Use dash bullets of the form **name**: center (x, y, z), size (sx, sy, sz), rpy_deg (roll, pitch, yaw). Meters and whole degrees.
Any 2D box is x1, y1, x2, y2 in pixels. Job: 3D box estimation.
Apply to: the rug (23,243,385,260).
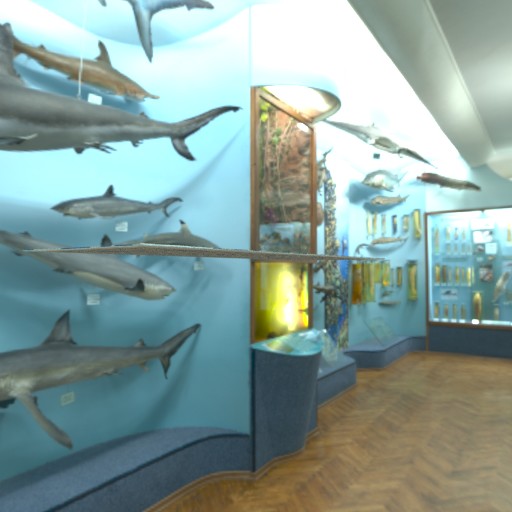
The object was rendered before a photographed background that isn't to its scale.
- **rug**: center (0.000, 0.000, 2.711), size (0.768, 0.011, 2.446), rpy_deg (-1, -2, 35)
